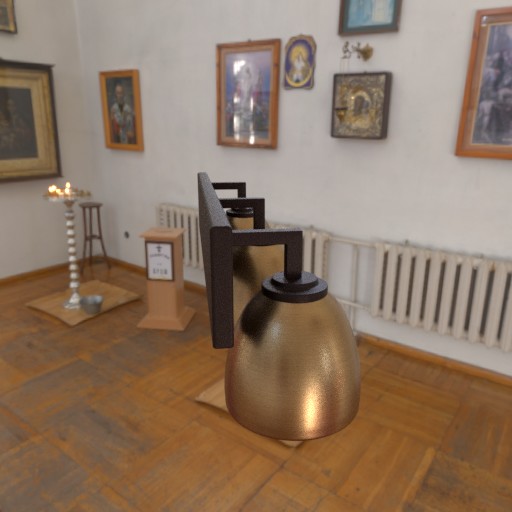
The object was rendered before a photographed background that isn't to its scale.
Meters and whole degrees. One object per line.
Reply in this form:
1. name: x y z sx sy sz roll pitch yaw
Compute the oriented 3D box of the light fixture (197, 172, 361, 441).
1. light fixture: 0.000 0.000 0.663 0.157 0.204 0.582 -2 16 -8
